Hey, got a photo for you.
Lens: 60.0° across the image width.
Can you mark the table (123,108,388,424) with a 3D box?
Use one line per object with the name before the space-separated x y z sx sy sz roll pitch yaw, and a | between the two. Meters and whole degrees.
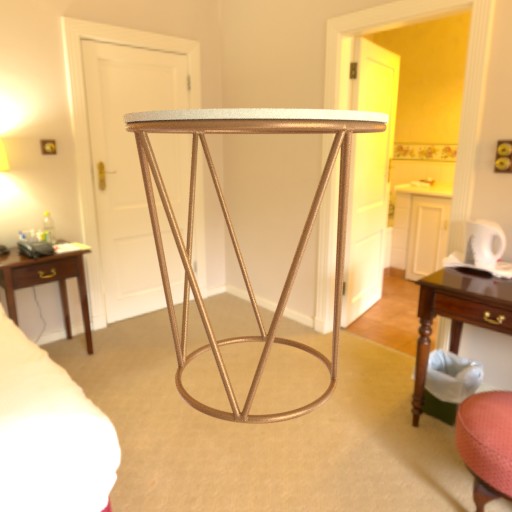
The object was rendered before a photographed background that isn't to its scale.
table | 0.000 0.000 0.941 0.500 0.564 0.500 0 15 0
